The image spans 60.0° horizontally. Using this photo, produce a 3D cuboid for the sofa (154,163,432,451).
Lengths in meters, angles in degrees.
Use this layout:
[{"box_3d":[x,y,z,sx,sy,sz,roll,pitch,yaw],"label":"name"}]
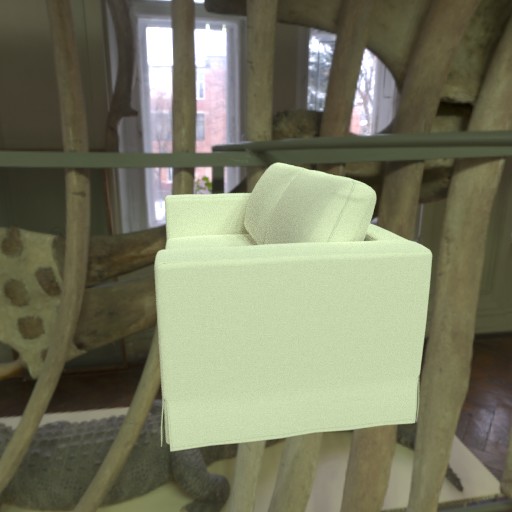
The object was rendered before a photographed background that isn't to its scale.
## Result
[{"box_3d":[0.000,0.000,2.407,1.009,0.932,1.813,-3,15,-10],"label":"sofa"}]
